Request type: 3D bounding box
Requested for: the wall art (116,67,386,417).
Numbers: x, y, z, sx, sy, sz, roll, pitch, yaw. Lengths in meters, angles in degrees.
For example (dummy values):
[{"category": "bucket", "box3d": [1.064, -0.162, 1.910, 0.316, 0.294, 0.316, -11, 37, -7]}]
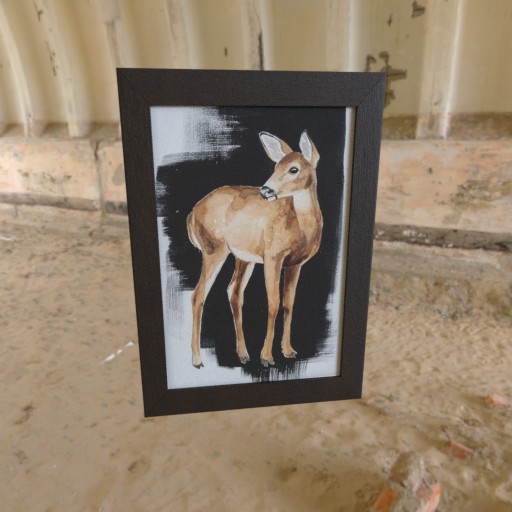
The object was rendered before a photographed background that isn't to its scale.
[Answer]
[{"category": "wall art", "box3d": [0.000, 0.000, 0.662, 0.359, 0.513, 0.017, -2, 16, -8]}]
